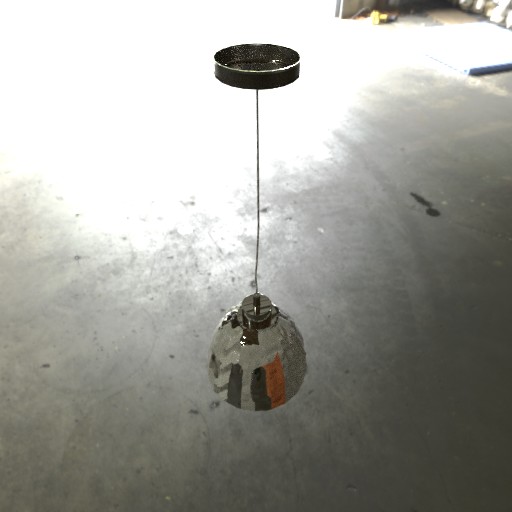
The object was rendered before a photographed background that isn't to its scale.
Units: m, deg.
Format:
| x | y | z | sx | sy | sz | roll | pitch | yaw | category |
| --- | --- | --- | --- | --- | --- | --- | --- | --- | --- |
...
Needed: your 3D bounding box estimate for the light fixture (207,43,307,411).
| x | y | z | sx | sy | sz | roll | pitch | yaw | category |
| --- | --- | --- | --- | --- | --- | --- | --- | --- | --- |
| 0.000 | 0.000 | 1.757 | 0.500 | 1.511 | 0.496 | -26 | 48 | -27 | light fixture |
